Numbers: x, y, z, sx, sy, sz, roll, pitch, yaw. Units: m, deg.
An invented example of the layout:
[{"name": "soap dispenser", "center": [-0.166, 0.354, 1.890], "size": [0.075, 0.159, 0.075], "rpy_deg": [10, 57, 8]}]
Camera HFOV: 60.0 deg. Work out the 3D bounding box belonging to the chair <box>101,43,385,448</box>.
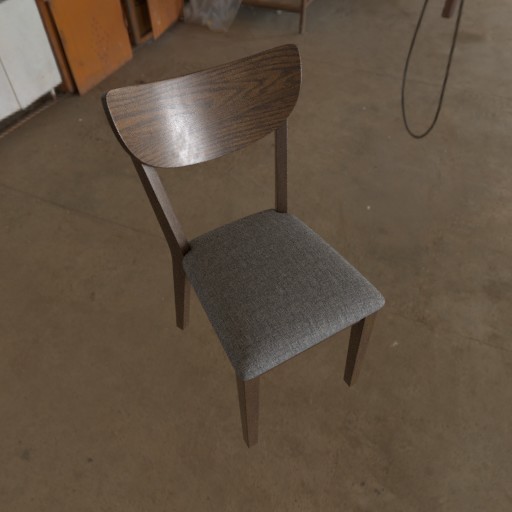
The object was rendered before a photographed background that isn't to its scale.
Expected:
[{"name": "chair", "center": [0.000, 0.000, 1.173], "size": [0.491, 0.849, 0.583], "rpy_deg": [-24, 52, -20]}]
